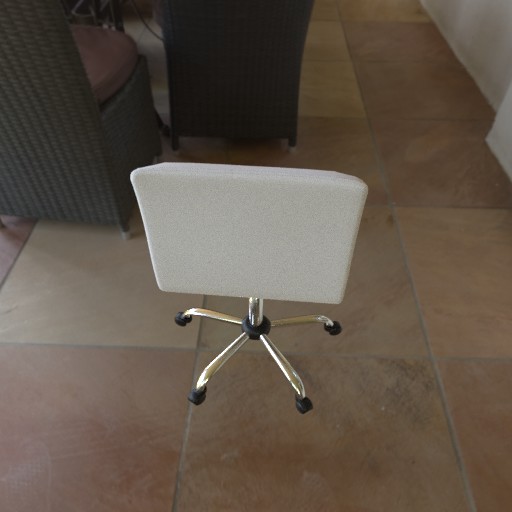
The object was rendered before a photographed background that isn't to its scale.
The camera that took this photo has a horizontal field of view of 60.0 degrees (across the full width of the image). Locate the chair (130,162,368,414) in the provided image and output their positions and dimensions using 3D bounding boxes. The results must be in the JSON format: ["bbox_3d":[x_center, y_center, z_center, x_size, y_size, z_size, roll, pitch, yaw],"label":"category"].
[{"bbox_3d":[0.000,0.000,1.082,0.520,0.750,0.455,4,46,4],"label":"chair"}]
